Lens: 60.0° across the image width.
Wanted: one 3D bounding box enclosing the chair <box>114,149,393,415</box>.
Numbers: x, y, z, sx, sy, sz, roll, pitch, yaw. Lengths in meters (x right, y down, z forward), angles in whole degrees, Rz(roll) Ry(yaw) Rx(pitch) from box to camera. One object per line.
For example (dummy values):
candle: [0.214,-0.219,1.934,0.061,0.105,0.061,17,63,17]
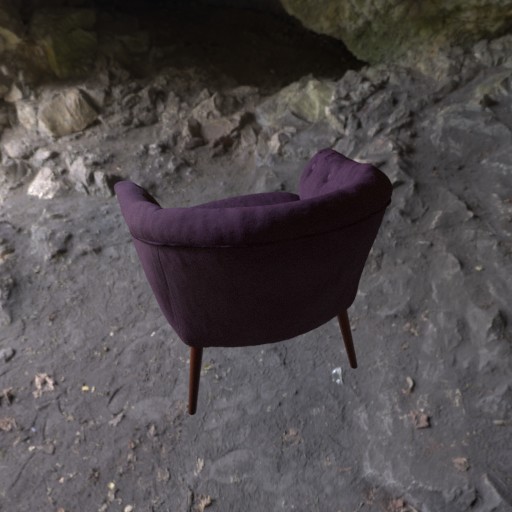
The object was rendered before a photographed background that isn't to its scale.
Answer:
chair: [0.000,0.000,1.545,0.851,0.885,0.776,-12,43,-13]
